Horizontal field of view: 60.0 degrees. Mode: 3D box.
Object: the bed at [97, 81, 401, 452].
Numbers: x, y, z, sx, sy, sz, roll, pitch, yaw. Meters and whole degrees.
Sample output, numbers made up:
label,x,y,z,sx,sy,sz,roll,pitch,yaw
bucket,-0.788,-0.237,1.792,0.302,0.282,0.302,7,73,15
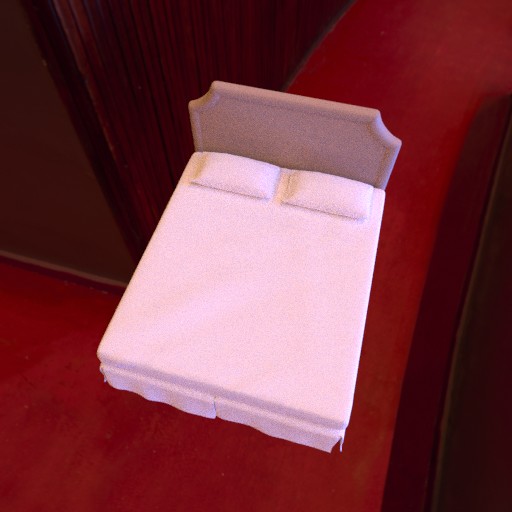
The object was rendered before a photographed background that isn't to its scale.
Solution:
label,x,y,z,sx,sy,sz,roll,pitch,yaw
bed,0.000,0.000,4.199,2.350,1.590,2.773,13,59,8
